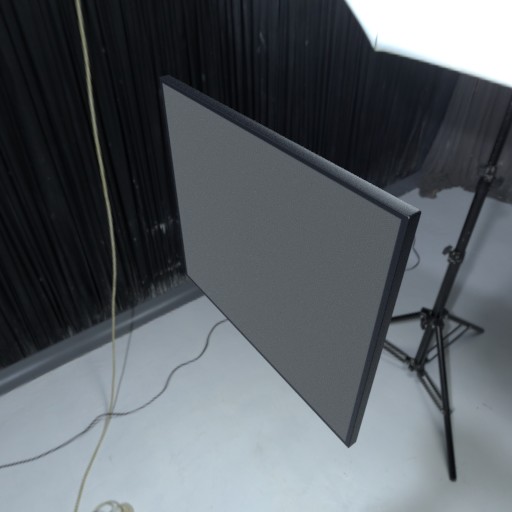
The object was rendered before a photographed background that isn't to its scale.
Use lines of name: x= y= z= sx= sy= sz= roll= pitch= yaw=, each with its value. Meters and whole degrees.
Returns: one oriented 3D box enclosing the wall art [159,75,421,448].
wall art: x=0.000 y=0.000 z=0.735 sx=0.018 sy=0.450 sz=0.521 roll=-25 pitch=46 yaw=-28
